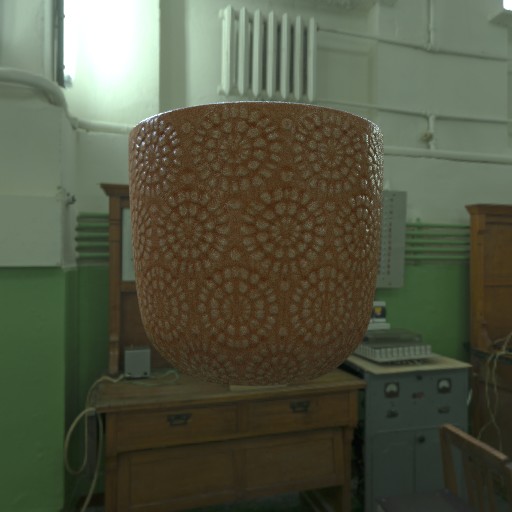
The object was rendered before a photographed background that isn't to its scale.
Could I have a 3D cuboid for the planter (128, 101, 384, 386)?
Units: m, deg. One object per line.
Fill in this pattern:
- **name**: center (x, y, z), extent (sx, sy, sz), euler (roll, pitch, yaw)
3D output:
- **planter**: center (0.000, 0.000, 0.375), extent (0.208, 0.190, 0.208), euler (0, 0, 0)
